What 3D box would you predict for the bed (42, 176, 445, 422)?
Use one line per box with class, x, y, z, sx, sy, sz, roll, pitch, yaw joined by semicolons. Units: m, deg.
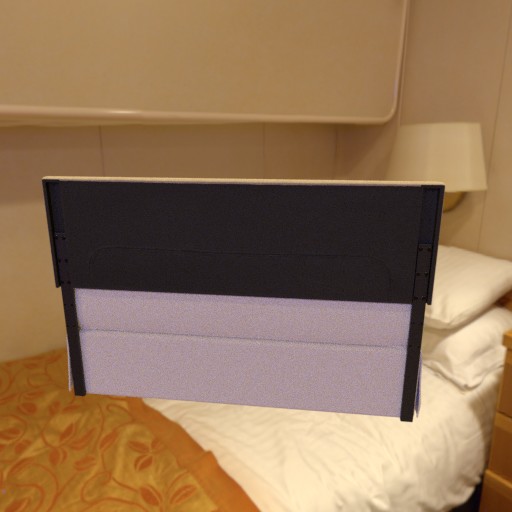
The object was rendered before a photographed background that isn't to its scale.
bed;0.000;0.000;3.340;2.170;1.346;1.914;2;16;7
